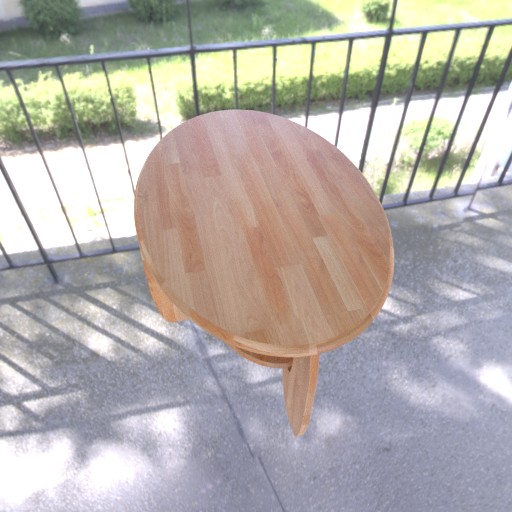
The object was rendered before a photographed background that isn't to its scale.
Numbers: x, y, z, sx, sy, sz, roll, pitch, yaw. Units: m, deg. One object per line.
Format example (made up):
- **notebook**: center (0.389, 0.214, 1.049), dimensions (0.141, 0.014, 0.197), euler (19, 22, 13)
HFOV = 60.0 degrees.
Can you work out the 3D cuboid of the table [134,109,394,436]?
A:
- **table**: center (0.000, 0.000, 1.411), dimensions (0.690, 0.490, 1.040), euler (-10, 47, -10)
